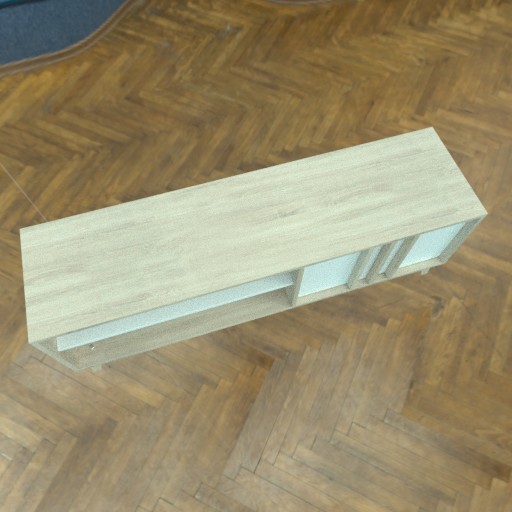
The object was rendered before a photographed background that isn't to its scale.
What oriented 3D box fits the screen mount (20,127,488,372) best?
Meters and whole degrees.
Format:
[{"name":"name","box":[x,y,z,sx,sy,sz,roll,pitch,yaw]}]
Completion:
[{"name":"screen mount","box":[0.000,0.000,1.695,1.500,0.510,0.400,-15,64,-8]}]
